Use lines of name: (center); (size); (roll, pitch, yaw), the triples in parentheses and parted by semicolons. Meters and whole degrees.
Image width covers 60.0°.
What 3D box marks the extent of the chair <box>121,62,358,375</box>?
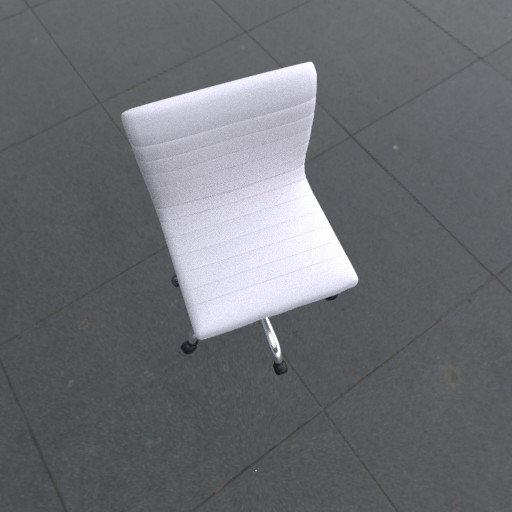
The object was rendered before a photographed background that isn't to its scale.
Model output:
chair: (0.000, 0.000, 1.073); (0.520, 0.750, 0.455); (-18, 66, -9)
